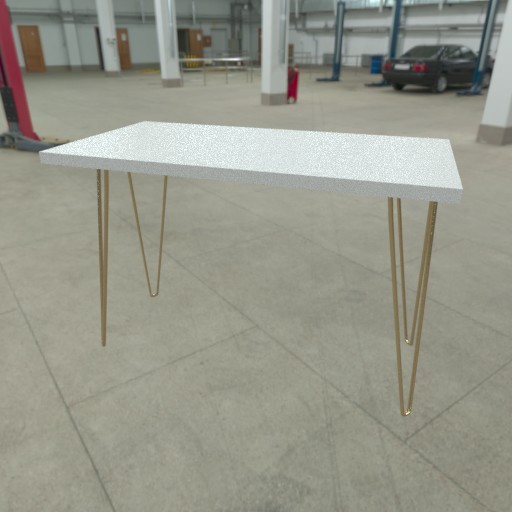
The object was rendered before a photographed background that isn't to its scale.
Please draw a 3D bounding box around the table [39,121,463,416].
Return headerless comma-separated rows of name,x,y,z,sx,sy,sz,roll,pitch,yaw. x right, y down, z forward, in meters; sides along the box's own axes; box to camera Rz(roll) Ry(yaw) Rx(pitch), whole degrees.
table,0.000,0.000,1.333,0.991,0.660,0.498,8,27,17
